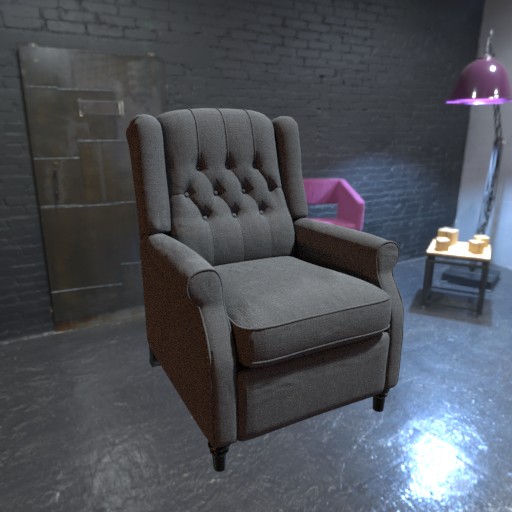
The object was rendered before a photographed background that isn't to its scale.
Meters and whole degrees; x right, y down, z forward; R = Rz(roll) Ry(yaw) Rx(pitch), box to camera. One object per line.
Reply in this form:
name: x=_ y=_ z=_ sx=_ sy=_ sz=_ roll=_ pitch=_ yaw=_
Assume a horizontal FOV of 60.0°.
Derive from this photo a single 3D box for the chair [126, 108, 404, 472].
chair: x=0.000 y=0.000 z=1.593 sx=0.742 sy=1.035 sz=0.898 roll=-8 pitch=18 yaw=-26
